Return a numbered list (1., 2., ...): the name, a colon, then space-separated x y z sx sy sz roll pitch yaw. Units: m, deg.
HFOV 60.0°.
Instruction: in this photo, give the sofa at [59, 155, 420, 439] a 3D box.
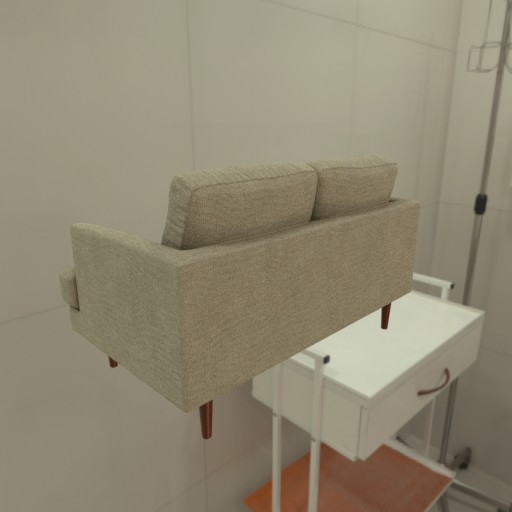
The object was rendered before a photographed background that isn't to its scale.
1. sofa: 0.000 0.000 2.160 1.582 0.944 0.903 -16 23 -43
